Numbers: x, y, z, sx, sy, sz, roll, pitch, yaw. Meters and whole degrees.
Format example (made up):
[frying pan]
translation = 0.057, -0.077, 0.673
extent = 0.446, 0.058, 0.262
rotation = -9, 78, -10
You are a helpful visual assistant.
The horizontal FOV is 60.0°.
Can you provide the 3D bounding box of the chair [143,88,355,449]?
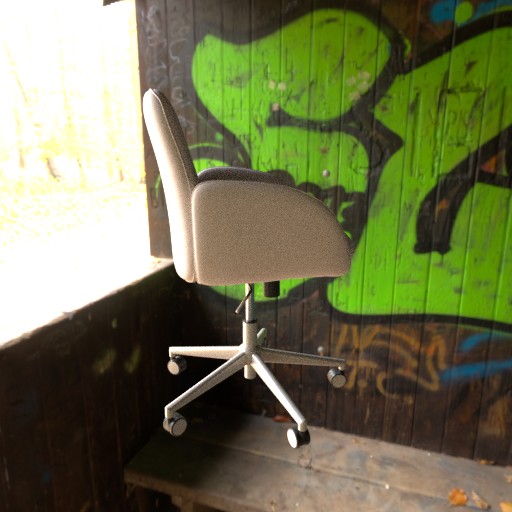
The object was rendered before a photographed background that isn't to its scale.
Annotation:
[chair]
translation = 0.000, 0.000, 1.399
extent = 0.633, 0.959, 0.648
rotation = -2, 14, -9
